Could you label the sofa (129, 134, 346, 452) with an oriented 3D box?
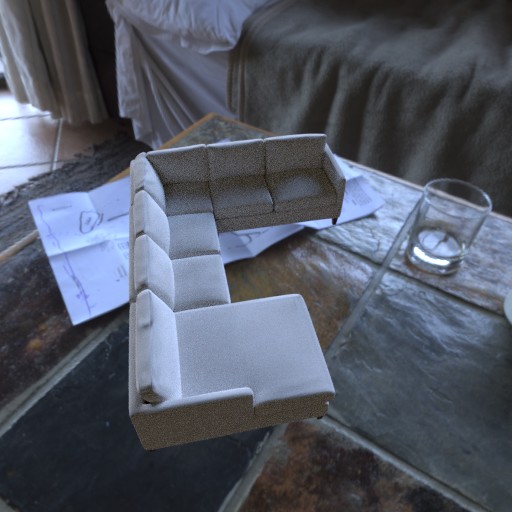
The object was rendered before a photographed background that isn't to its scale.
[{"bbox_3d":[0.000,0.000,4.746,2.593,0.956,3.459,-8,46,-8],"label":"sofa"}]
